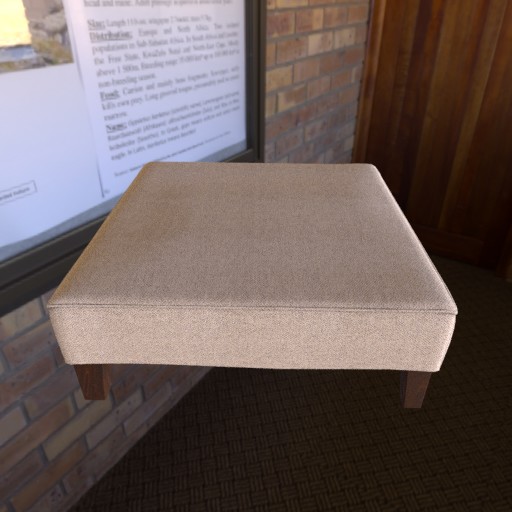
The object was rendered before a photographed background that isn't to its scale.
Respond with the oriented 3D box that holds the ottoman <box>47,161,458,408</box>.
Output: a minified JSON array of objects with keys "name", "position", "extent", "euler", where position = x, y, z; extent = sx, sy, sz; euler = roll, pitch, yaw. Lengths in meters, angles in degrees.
[{"name":"ottoman","position":[0.000,0.000,1.514],"extent":[0.973,0.381,0.982],"euler":[1,31,2]}]
